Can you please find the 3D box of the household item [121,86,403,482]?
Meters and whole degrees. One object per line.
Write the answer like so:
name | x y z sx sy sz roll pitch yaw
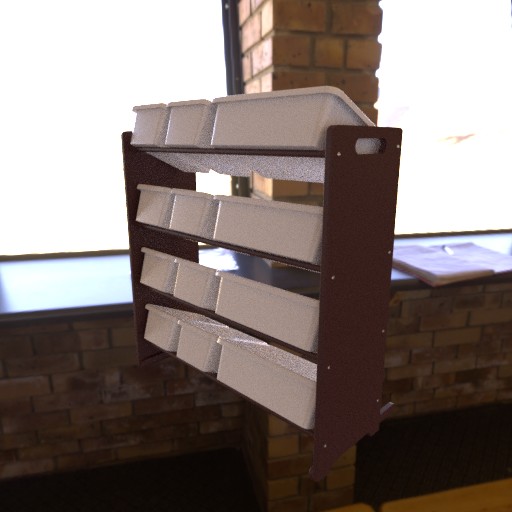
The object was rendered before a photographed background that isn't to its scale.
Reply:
household item | 0.000 0.000 1.308 0.787 0.864 0.389 14 20 43
